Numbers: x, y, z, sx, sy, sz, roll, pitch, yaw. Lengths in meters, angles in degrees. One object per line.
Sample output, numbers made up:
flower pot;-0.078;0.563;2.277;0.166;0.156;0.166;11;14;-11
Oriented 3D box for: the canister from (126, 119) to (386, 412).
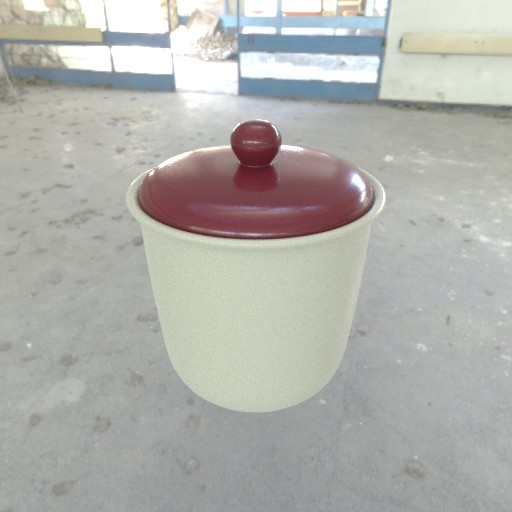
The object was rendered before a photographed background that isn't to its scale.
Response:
canister;0.000;0.000;0.347;0.182;0.208;0.182;0;29;0
